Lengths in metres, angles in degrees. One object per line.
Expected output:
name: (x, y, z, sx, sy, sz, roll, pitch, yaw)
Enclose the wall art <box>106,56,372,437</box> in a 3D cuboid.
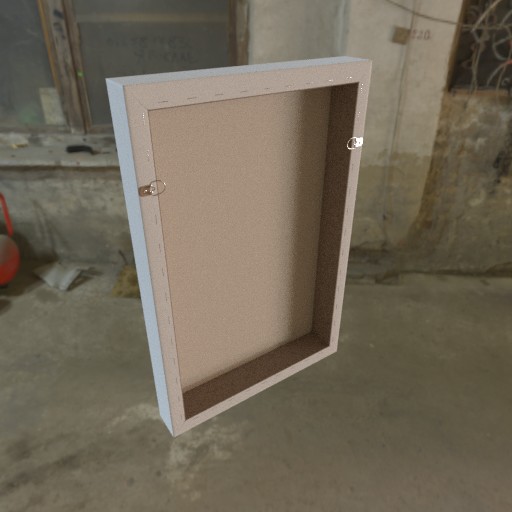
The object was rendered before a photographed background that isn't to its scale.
wall art: (0.000, 0.000, 0.484, 0.252, 0.381, 0.039, -19, 36, -29)
